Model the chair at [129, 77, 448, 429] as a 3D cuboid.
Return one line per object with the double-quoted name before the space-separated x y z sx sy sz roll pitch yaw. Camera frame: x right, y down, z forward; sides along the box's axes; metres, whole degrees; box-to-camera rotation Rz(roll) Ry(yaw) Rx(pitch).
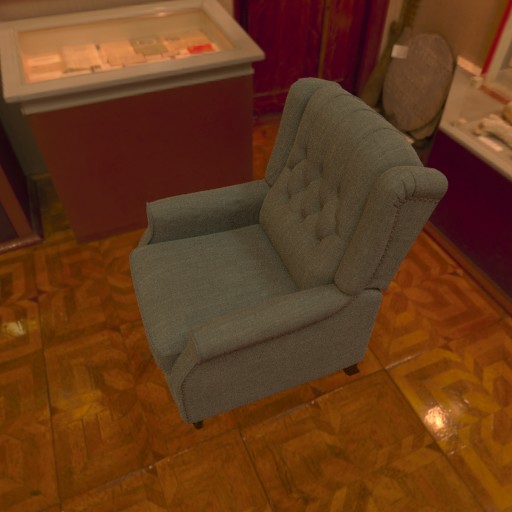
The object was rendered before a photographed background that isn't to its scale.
"chair" 0.000 0.000 1.630 0.898 1.035 0.742 -15 48 -15
